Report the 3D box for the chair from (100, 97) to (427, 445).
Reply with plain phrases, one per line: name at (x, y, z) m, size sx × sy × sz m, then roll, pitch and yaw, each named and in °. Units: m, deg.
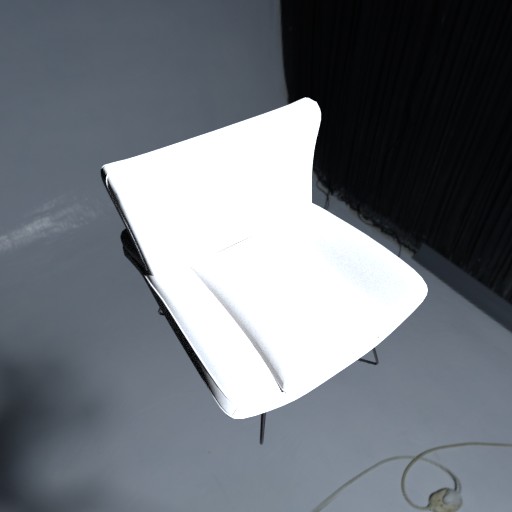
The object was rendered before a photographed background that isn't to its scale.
chair at (0.000, 0.000, 1.694) m, size 0.859 × 0.855 × 1.008 m, roll -26°, pitch 51°, yaw -23°
